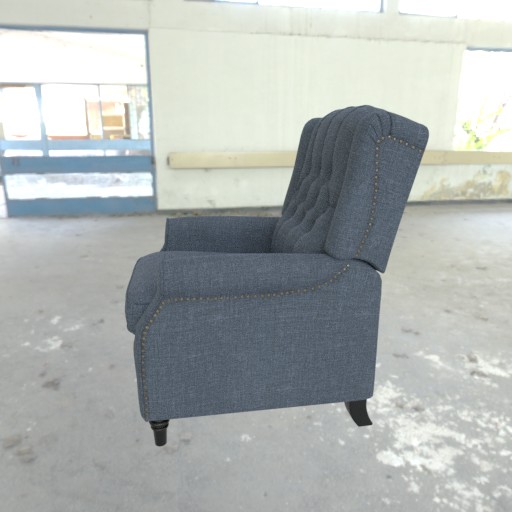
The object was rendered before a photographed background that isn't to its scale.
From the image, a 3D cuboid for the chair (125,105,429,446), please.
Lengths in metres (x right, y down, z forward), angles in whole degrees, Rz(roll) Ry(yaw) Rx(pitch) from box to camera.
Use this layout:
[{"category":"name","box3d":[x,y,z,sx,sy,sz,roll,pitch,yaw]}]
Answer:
[{"category":"chair","box3d":[0.000,0.000,1.606,0.898,1.035,0.742,-3,16,-9]}]
